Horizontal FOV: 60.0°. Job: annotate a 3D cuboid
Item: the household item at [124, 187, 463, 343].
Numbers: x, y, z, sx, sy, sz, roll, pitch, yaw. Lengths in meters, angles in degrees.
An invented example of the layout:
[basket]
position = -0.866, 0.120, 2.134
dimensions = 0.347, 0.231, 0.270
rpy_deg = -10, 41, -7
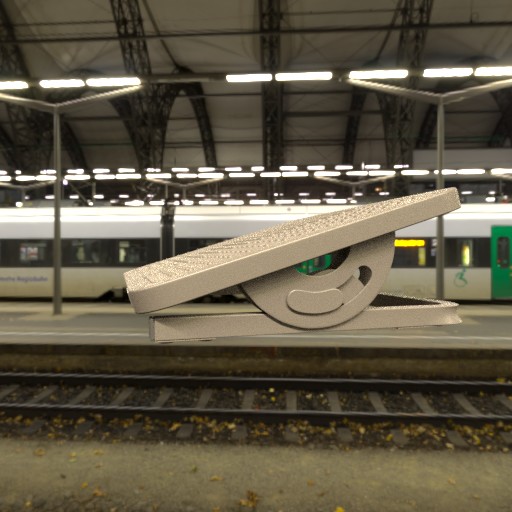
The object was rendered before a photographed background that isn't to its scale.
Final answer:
[household item]
position = 0.000, 0.000, 0.530
dimensions = 0.301, 0.126, 0.390
rpy_deg = 0, 0, -17
